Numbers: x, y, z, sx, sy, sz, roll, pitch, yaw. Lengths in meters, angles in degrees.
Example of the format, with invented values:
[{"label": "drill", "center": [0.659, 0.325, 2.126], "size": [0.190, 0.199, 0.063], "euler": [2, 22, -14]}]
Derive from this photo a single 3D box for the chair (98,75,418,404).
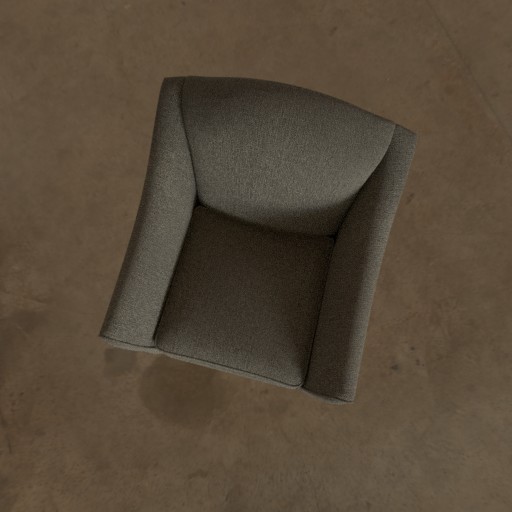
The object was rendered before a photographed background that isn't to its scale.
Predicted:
[{"label": "chair", "center": [0.000, 0.000, 1.468], "size": [0.763, 0.839, 0.787], "euler": [14, 77, 3]}]
